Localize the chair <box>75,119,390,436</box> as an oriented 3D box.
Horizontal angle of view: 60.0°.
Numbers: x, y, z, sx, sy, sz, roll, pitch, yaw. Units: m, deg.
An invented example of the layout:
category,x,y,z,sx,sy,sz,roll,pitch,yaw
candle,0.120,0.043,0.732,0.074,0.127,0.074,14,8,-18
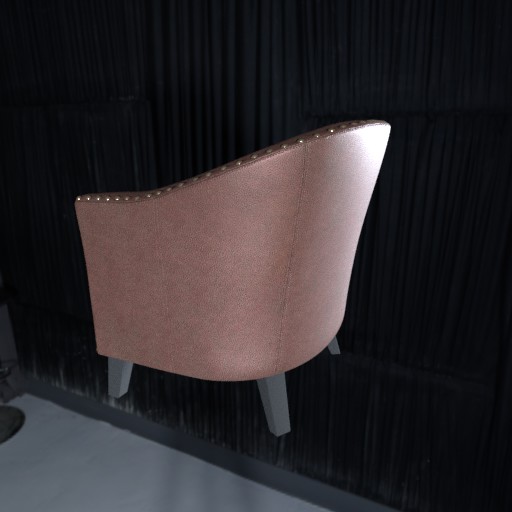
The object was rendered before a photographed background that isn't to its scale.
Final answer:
category,x,y,z,sx,sy,sz,roll,pitch,yaw
chair,0.000,0.000,1.411,0.748,0.823,0.794,8,18,25
